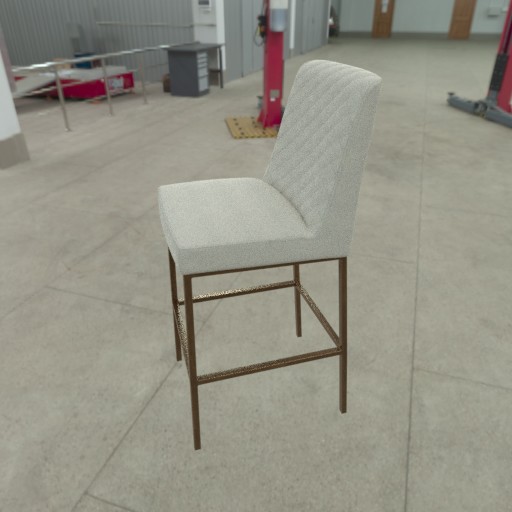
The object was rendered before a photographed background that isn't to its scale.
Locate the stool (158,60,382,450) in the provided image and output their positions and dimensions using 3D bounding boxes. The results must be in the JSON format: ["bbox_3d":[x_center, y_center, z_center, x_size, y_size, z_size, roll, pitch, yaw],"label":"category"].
[{"bbox_3d":[0.000,0.000,1.378,0.546,1.084,0.462,-8,31,-14],"label":"stool"}]
